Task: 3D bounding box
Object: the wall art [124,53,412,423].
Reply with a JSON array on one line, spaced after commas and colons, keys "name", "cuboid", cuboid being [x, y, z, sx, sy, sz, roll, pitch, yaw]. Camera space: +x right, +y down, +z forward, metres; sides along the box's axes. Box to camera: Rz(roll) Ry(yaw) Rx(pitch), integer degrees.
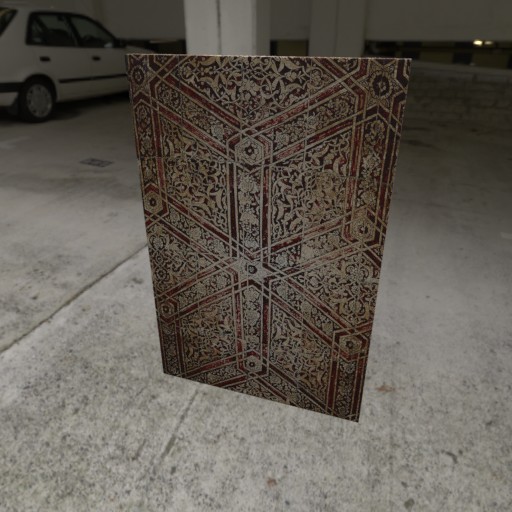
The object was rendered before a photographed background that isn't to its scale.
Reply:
[{"name": "wall art", "cuboid": [0.000, 0.000, 1.099, 0.599, 0.904, 0.030, 9, 28, 17]}]
